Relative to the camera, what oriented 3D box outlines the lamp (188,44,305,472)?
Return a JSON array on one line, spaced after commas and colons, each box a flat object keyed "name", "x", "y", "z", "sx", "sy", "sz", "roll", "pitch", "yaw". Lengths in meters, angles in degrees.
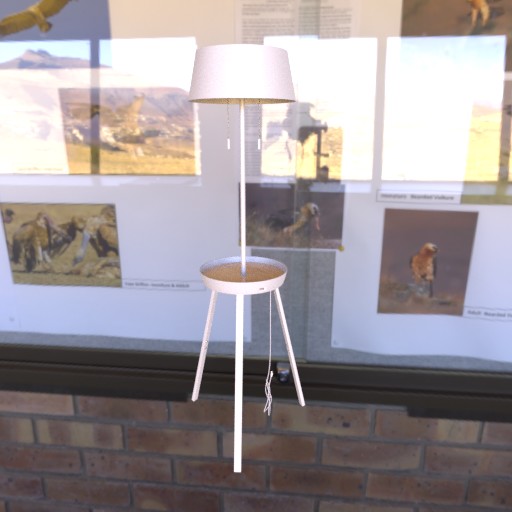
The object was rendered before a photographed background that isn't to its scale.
[{"name": "lamp", "x": 0.000, "y": 0.000, "z": 1.677, "sx": 0.468, "sy": 1.429, "sz": 0.508, "roll": -8, "pitch": 18, "yaw": -25}]
